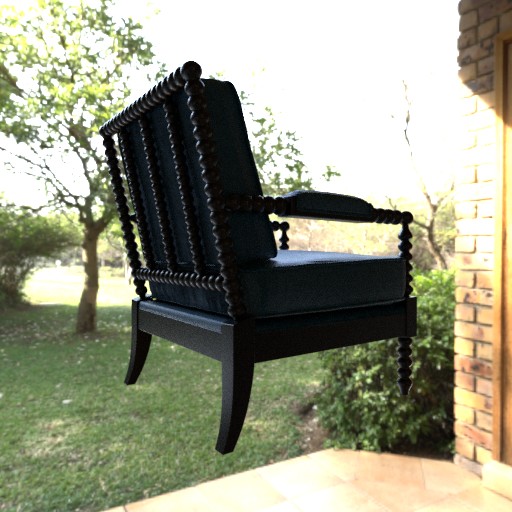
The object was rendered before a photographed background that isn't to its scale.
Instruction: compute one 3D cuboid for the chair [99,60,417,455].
[{"bbox_3d":[0.000,0.000,1.406,0.805,0.857,0.688,-1,1,-35],"label":"chair"}]
